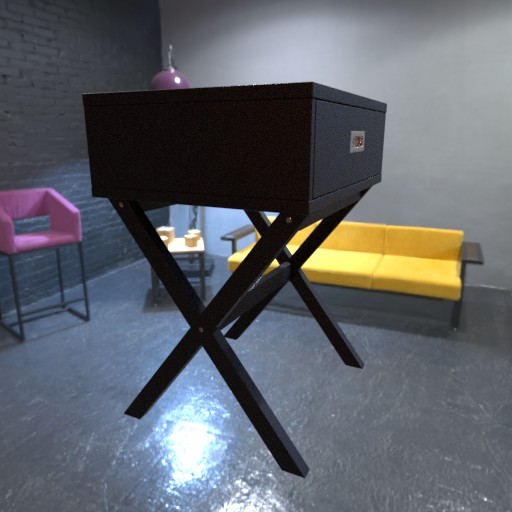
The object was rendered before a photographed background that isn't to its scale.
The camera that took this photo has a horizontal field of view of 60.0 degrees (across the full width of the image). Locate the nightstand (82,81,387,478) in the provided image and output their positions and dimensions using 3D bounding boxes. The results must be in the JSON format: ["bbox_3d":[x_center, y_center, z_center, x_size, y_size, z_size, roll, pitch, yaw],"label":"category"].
[{"bbox_3d":[0.000,0.000,0.932,0.402,0.623,0.479,8,17,26],"label":"nightstand"}]
